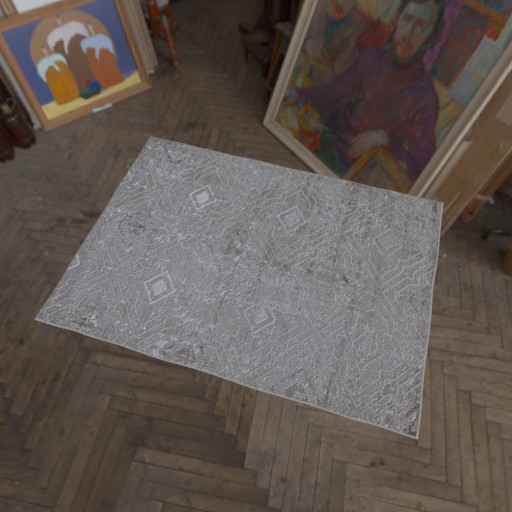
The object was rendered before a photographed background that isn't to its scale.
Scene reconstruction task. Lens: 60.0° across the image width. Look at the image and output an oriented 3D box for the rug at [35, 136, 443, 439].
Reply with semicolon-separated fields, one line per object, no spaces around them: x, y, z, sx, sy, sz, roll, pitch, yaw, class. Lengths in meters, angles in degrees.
0.000;0.000;4.281;3.359;0.020;2.448;15;59;9;rug
